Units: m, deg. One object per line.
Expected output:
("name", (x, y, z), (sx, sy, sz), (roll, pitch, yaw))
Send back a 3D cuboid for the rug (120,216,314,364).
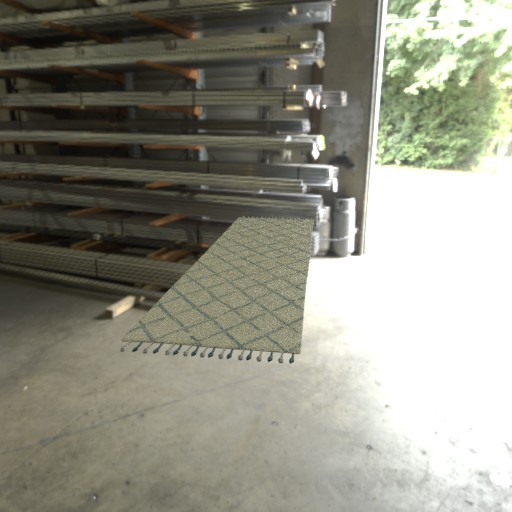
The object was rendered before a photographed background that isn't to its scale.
("rug", (0.000, 0.000, 2.546), (0.620, 0.008, 2.372), (2, 16, 8))
